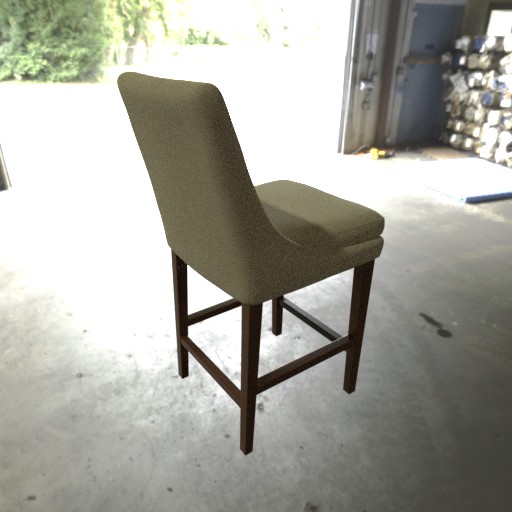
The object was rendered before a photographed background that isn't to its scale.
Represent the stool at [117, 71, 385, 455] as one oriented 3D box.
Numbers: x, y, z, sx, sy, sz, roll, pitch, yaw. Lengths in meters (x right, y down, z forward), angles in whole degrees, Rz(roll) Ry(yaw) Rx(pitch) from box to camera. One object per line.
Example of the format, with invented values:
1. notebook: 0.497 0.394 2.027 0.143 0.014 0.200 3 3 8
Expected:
1. stool: 0.000 0.000 1.274 0.577 0.981 0.470 -18 31 -32
